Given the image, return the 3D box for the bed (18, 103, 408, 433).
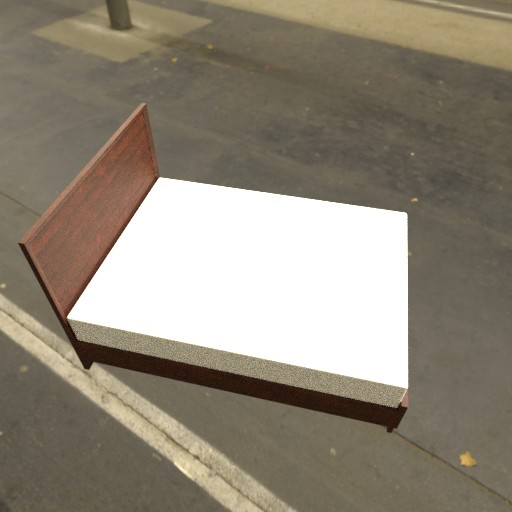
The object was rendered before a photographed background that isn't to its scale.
[{"bbox_3d":[0.000,0.000,3.140,2.184,1.270,1.600,10,46,9],"label":"bed"}]
